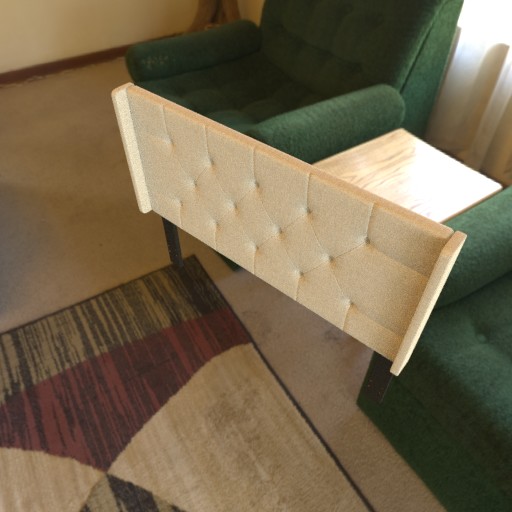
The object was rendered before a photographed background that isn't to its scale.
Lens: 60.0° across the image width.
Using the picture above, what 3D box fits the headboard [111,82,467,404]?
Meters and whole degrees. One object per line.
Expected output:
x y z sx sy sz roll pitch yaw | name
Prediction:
0.000 0.000 2.691 2.051 1.524 0.184 31 54 27 | headboard
